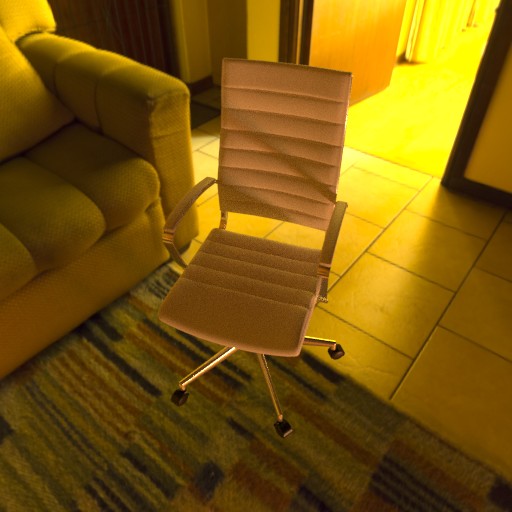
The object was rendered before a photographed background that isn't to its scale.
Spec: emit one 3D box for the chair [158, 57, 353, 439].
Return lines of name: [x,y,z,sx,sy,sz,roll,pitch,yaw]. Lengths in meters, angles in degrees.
chair: [0.000,0.000,1.610,0.766,1.149,0.739,12,44,13]
